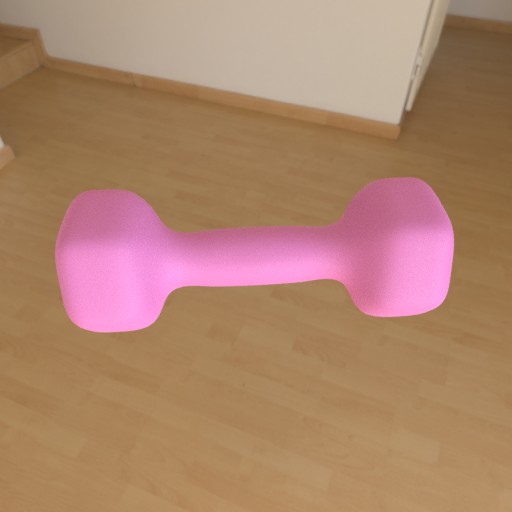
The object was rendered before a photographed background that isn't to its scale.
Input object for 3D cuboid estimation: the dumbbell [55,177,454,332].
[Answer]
[{"bbox_3d":[0.000,0.000,0.192,0.159,0.058,0.064,-2,47,-2],"label":"dumbbell"}]
